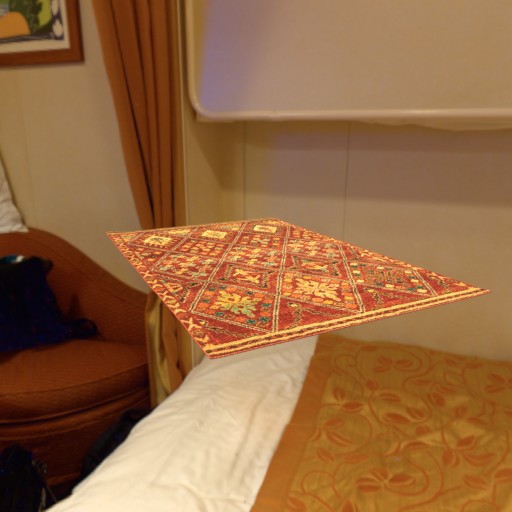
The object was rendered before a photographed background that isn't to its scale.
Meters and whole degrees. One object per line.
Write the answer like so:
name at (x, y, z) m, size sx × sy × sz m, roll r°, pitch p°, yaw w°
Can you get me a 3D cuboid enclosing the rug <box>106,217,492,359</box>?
rug at (0.000, 0.000, 2.882) m, size 1.521 × 0.026 × 2.286 m, roll -8°, pitch 17°, yaw -26°
